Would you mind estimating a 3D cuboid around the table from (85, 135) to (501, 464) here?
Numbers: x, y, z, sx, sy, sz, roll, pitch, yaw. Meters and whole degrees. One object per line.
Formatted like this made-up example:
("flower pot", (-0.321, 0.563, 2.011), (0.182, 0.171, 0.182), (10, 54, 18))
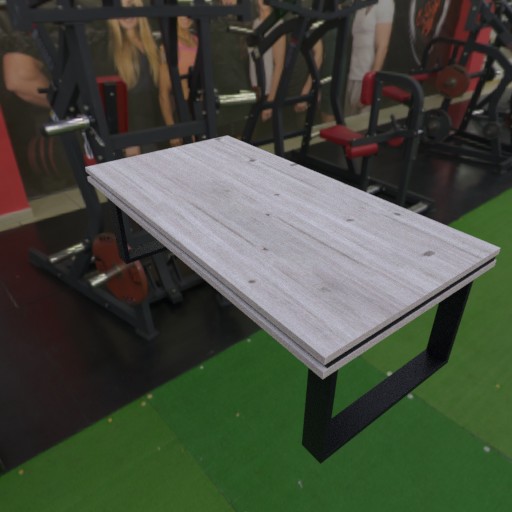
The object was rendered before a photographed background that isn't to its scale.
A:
("table", (0.000, 0.000, 1.639), (0.700, 0.450, 1.350), (-22, 38, -31))
